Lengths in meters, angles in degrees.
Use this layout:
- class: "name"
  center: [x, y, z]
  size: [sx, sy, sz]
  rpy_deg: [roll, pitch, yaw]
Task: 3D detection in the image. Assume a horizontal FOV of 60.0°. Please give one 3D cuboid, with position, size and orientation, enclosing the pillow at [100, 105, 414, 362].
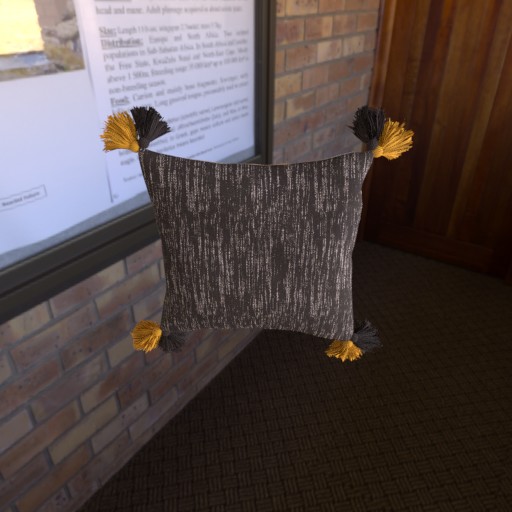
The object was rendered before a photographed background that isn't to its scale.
- class: "pillow"
  center: [0.000, 0.000, 1.003]
  size: [0.654, 0.659, 0.139]
  rpy_deg: [1, 31, 2]
